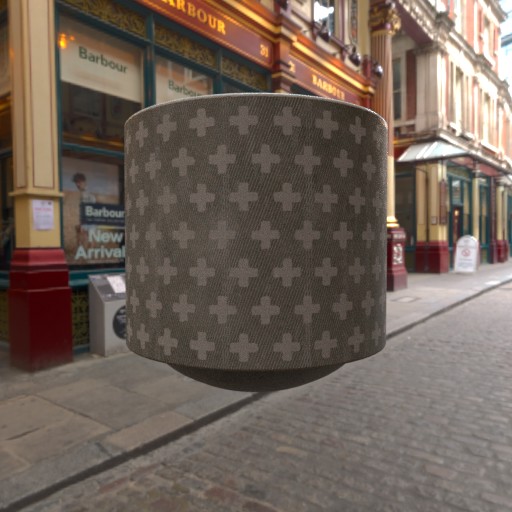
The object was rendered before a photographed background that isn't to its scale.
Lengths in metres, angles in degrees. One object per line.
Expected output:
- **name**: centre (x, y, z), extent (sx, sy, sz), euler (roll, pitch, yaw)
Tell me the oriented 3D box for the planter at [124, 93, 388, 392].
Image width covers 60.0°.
- **planter**: centre (0.000, 0.000, 0.442), extent (0.250, 0.239, 0.250), euler (0, 2, 0)
